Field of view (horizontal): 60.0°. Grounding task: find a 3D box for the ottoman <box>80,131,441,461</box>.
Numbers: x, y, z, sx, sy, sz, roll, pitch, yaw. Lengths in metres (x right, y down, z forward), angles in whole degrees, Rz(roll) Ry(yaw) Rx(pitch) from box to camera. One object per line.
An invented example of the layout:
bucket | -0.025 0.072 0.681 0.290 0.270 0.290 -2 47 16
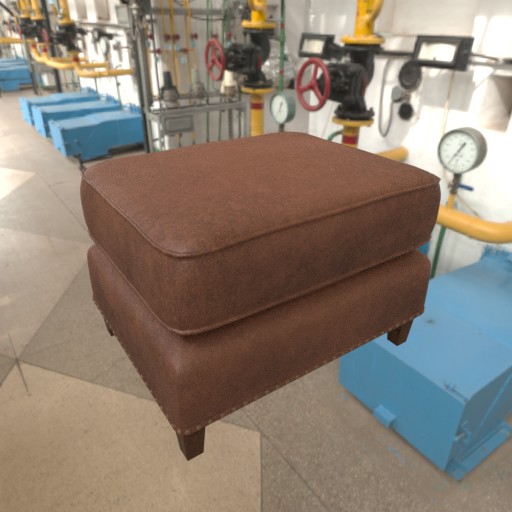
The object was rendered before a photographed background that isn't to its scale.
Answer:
ottoman | 0.000 0.000 1.152 0.738 0.537 0.589 -18 33 -30
